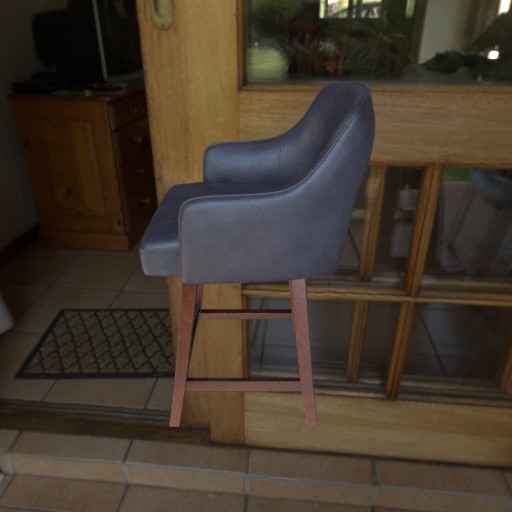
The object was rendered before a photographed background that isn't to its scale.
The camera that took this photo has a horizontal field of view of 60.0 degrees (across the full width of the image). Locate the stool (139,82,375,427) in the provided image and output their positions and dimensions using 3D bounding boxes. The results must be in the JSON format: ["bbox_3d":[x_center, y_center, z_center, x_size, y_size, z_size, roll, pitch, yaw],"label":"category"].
[{"bbox_3d":[0.000,0.000,1.295,0.560,0.936,0.550,0,27,0],"label":"stool"}]
